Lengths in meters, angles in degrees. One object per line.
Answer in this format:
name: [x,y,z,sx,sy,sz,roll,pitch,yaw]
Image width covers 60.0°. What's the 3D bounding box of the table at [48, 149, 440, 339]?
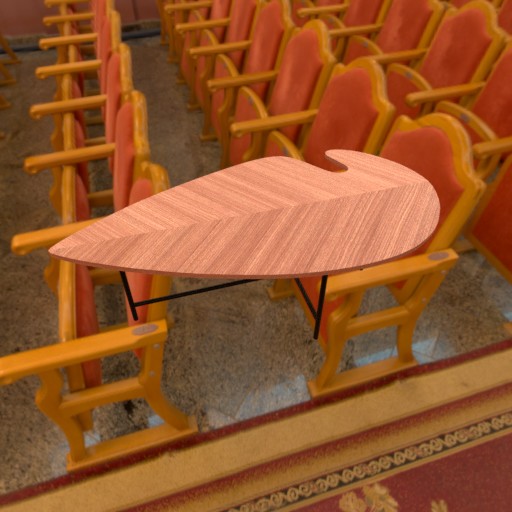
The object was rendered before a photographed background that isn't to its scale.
table: [0.000,0.000,1.474,1.199,0.360,0.598,-12,44,-12]
